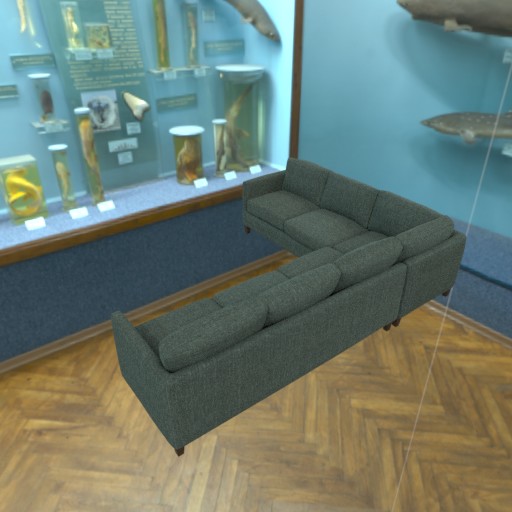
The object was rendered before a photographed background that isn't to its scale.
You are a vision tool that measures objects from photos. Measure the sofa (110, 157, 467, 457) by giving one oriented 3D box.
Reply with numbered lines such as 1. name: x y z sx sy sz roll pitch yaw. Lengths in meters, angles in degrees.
1. sofa: 0.000 0.000 4.481 3.302 0.947 2.593 -21 36 -31
